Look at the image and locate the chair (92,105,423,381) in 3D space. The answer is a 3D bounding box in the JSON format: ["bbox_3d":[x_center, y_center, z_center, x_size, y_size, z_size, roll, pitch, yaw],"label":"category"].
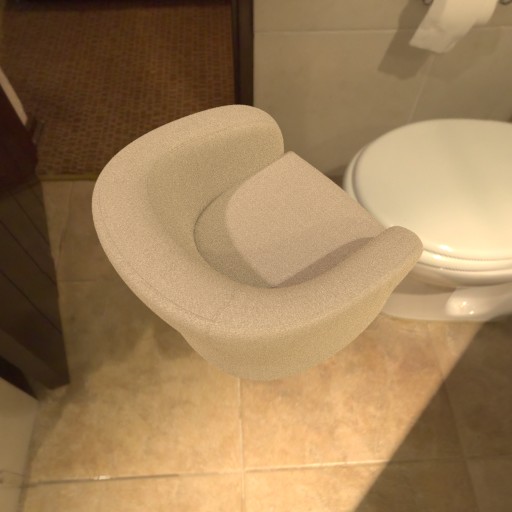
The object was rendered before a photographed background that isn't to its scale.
[{"bbox_3d":[0.000,0.000,1.448,0.815,0.771,0.791,-35,65,-19],"label":"chair"}]
